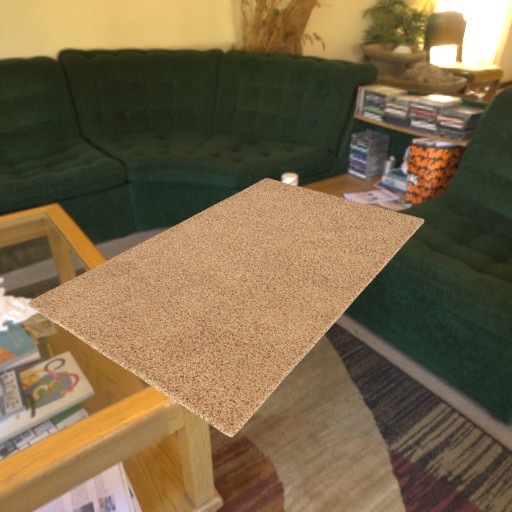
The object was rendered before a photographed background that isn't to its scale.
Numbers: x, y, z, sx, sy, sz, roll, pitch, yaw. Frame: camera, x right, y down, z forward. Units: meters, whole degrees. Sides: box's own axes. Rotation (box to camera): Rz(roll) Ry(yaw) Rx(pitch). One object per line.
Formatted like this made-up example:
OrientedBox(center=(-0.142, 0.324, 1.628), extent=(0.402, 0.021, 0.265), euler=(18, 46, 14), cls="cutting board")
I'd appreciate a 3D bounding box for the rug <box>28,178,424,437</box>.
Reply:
OrientedBox(center=(0.000, 0.000, 3.035), extent=(1.524, 0.030, 2.438), euler=(21, 37, 30), cls="rug")
